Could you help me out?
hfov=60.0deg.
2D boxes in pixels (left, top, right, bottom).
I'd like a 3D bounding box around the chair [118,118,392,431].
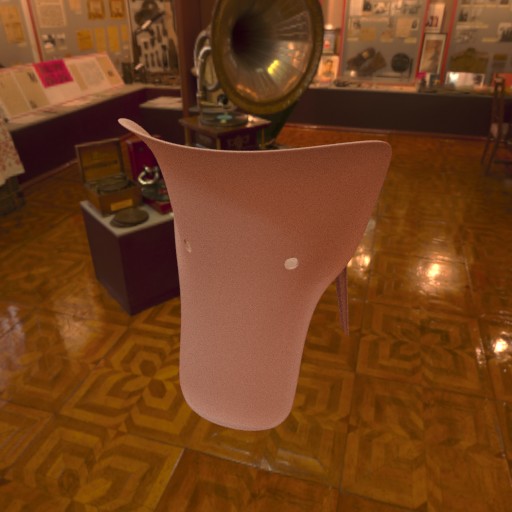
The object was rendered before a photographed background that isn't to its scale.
[{"bbox_3d":[0.000,0.000,0.874,0.451,0.554,0.402,10,32,16],"label":"chair"}]
